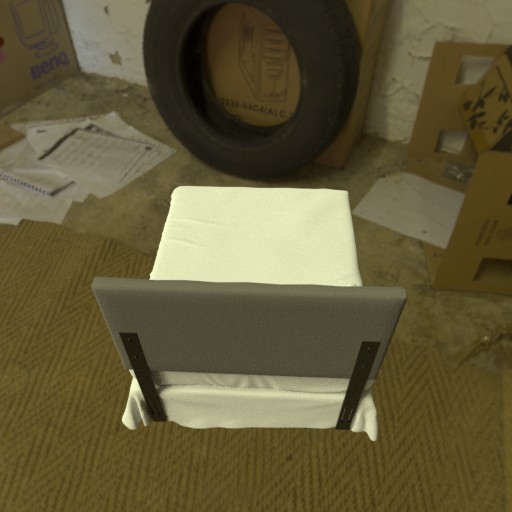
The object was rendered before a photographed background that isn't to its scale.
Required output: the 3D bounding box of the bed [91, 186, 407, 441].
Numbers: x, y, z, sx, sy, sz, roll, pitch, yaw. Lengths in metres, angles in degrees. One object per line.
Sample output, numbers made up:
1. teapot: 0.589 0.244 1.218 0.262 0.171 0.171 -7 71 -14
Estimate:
1. bed: 0.000 0.000 3.519 1.936 1.577 2.222 2 46 2
